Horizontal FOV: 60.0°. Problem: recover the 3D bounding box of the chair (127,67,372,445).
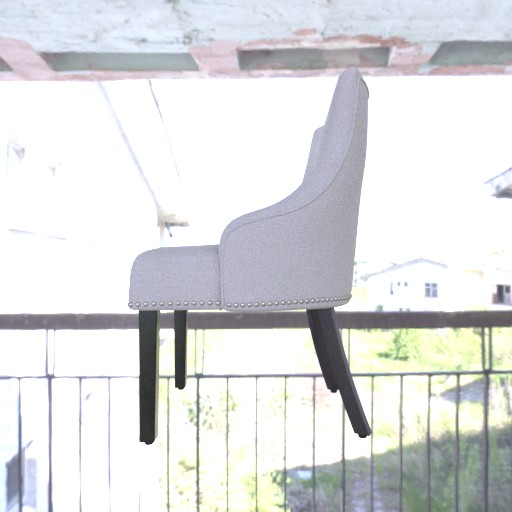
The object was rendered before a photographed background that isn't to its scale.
[{"bbox_3d":[0.000,0.000,1.304,0.629,0.909,0.566,0,-1,0],"label":"chair"}]
